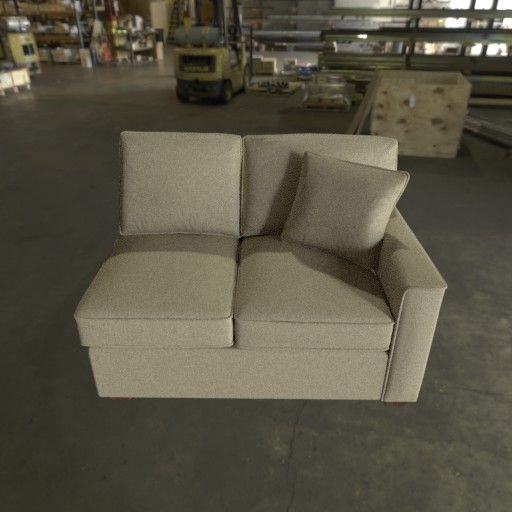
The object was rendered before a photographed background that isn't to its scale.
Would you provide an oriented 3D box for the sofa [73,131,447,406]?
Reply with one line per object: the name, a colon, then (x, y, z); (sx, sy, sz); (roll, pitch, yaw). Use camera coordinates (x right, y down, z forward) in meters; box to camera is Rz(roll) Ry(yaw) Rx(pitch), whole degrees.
sofa: (0.000, 0.000, 2.062); (1.388, 0.989, 0.991); (1, 29, 1)
